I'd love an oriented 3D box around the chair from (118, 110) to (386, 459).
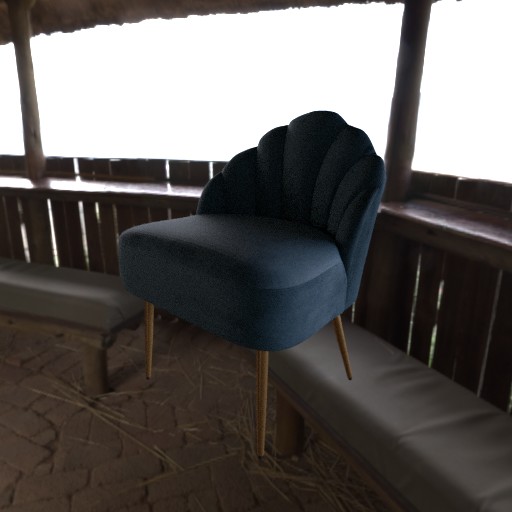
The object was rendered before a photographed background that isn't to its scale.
[{"bbox_3d":[0.000,0.000,1.287,0.657,0.819,0.599,15,22,43],"label":"chair"}]
